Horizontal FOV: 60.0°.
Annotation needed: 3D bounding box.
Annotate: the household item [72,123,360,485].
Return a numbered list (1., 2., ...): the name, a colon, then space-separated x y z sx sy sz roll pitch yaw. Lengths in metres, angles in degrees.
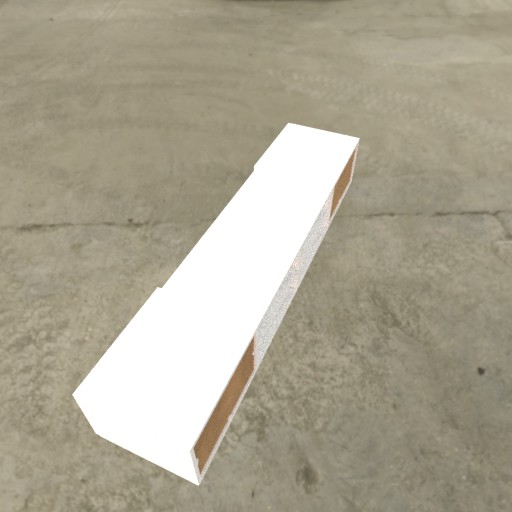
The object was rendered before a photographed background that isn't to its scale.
1. household item: 0.000 0.000 2.016 0.420 0.310 1.850 18 48 17
